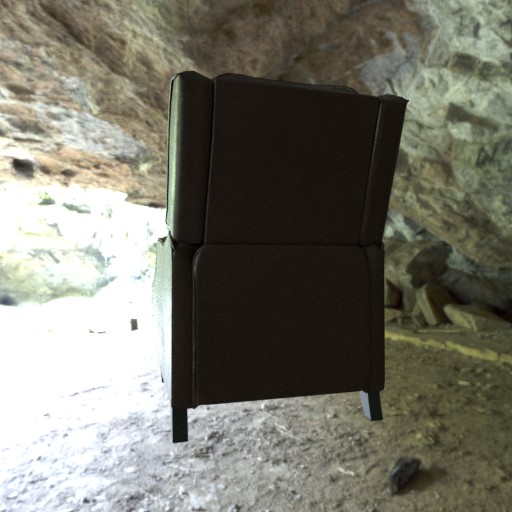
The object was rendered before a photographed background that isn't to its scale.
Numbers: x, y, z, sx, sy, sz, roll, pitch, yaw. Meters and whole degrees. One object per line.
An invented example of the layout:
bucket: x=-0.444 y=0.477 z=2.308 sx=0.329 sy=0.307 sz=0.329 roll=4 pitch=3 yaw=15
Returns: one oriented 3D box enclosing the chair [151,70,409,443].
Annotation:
chair: x=0.000 y=0.000 z=1.755 sx=0.770 sy=1.132 sz=0.982 roll=0 pitch=-1 yaw=-16
